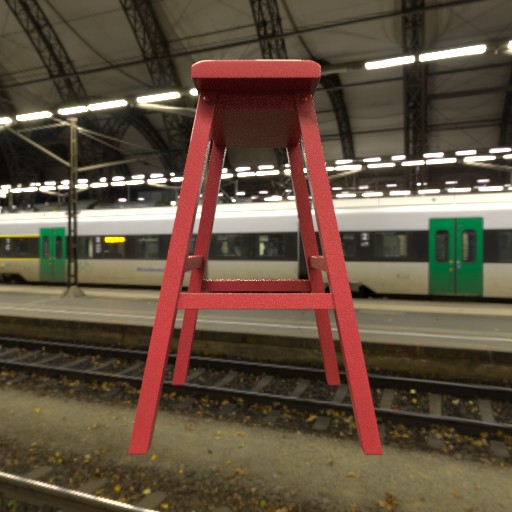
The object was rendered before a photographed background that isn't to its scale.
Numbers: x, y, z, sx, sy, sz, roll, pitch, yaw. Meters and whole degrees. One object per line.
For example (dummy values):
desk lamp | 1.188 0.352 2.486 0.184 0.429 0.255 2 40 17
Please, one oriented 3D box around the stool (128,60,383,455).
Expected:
stool | 0.000 0.000 1.051 0.476 0.737 0.457 0 1 0
